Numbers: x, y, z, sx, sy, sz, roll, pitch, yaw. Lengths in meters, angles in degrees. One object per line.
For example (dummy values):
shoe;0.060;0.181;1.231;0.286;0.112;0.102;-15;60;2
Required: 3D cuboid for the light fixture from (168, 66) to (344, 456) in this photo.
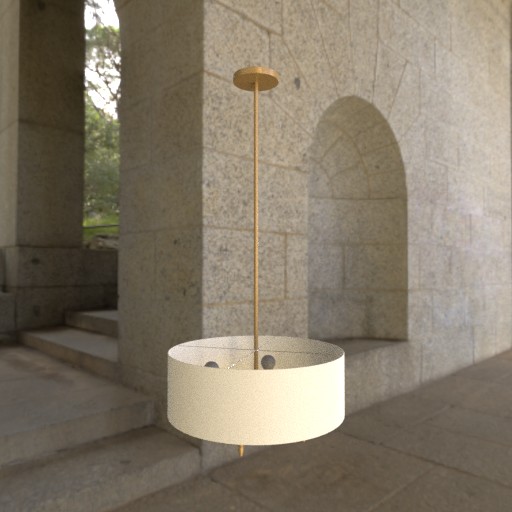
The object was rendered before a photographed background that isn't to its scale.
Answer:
light fixture;0.000;0.000;1.306;0.508;1.067;0.508;0;-1;0
